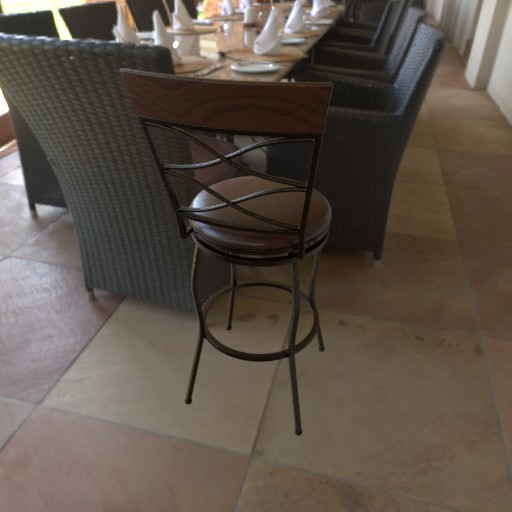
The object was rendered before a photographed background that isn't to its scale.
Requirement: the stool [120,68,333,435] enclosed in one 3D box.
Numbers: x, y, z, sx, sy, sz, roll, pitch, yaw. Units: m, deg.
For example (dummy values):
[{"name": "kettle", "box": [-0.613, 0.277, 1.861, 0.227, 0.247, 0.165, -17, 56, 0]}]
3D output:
[{"name": "stool", "box": [0.000, 0.000, 1.362, 0.448, 1.130, 0.513, 10, 34, 15]}]
